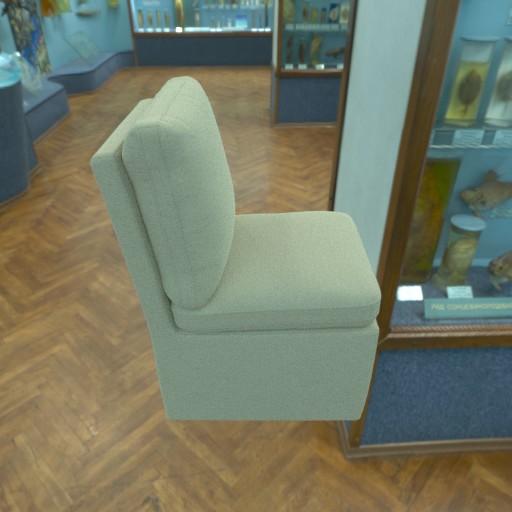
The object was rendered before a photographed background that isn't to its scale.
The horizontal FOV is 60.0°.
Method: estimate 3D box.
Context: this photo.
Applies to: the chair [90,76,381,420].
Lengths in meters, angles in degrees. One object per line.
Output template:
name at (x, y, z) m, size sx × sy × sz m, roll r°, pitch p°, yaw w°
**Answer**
chair at (0.000, 0.000, 1.323) m, size 0.698 × 0.927 × 0.503 m, roll 0°, pitch 33°, yaw 0°
